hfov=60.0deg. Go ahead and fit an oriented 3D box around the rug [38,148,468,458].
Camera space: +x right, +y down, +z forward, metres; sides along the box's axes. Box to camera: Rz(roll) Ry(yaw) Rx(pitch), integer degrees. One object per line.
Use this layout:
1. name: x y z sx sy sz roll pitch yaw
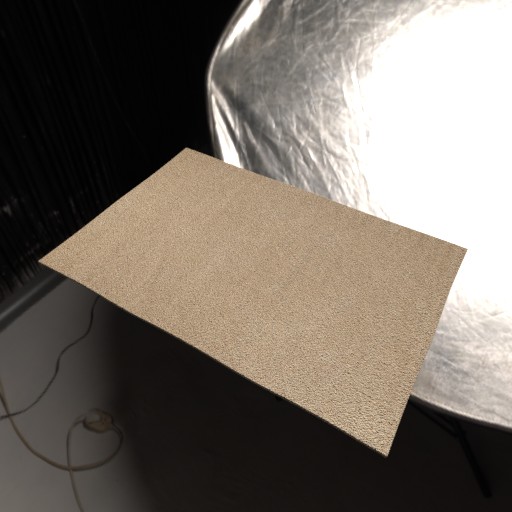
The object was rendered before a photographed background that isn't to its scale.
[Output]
1. rug: 0.000 0.000 3.344 2.699 0.025 1.800 24 51 21
